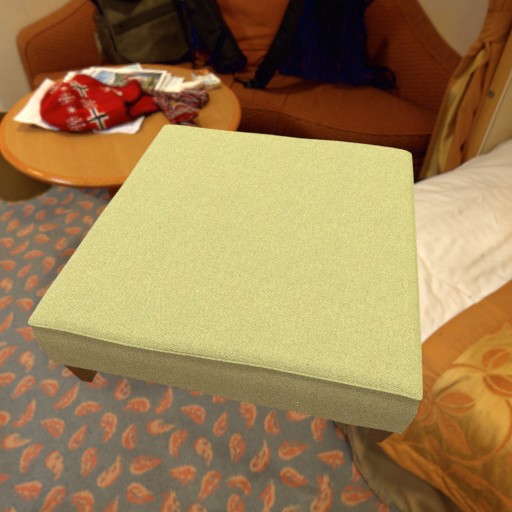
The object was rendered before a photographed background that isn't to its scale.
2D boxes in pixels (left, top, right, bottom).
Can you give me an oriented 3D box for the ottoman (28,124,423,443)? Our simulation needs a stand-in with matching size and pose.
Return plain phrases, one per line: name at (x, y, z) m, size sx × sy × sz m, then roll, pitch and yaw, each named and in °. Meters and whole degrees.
ottoman at (0.000, 0.000, 1.479) m, size 0.968 × 0.379 × 1.004 m, roll 9°, pitch 46°, yaw 8°
